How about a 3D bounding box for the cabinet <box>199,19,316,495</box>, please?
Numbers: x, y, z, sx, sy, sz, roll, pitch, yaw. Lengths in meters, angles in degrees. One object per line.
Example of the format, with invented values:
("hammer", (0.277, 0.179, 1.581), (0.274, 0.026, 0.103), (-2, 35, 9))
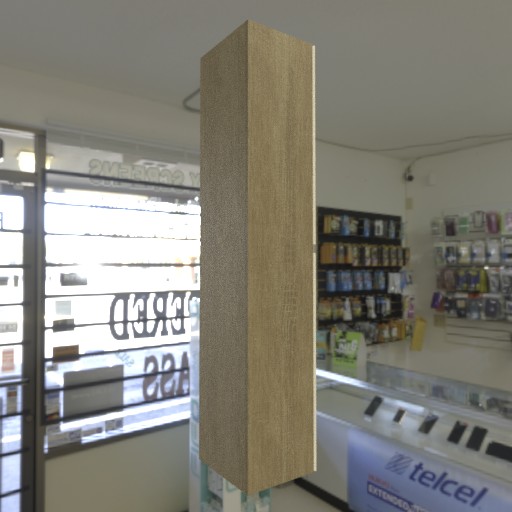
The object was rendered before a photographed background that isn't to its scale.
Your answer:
("cabinet", (0.000, 0.000, 1.502), (0.270, 1.400, 0.300), (1, -2, -35))
